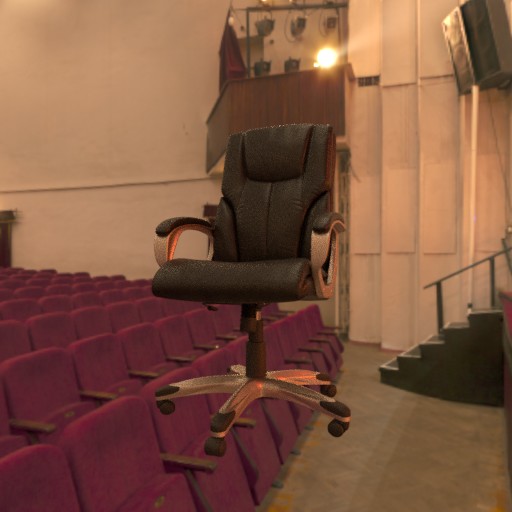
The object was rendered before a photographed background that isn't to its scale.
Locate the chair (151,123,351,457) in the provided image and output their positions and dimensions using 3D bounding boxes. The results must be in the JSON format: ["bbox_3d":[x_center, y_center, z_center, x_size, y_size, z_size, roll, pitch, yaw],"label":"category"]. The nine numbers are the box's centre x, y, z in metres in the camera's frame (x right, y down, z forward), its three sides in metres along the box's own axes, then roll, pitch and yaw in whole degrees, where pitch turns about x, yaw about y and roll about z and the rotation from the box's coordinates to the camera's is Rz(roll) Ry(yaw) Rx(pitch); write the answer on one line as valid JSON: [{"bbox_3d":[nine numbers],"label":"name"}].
[{"bbox_3d":[0.000,0.000,1.613,0.700,1.145,0.780,0,-1,18],"label":"chair"}]
